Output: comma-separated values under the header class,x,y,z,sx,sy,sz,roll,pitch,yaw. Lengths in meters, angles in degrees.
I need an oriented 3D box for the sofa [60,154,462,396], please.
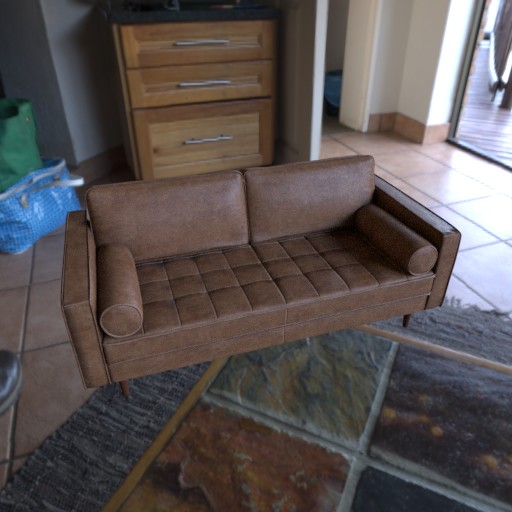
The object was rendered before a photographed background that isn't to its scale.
class,x,y,z,sx,sy,sz,roll,pitch,yaw
sofa,0.000,0.000,2.428,1.920,0.825,0.924,-10,33,-16
